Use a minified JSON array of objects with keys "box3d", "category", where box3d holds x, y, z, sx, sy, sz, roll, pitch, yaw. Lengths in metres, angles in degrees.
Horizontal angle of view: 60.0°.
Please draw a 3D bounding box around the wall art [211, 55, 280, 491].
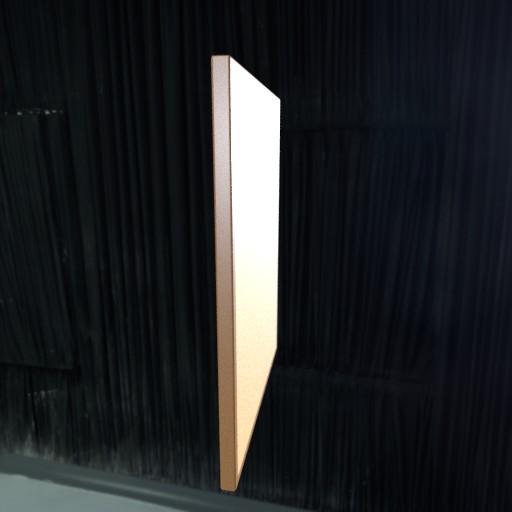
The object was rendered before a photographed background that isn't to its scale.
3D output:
[{"box3d":[0.000,0.000,0.519,0.015,0.379,0.310,2,14,9],"category":"wall art"}]
